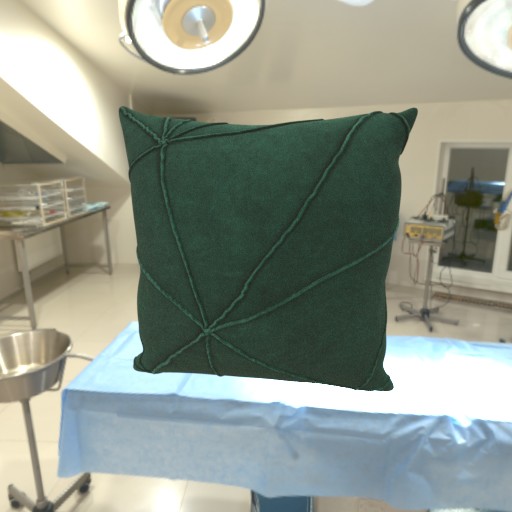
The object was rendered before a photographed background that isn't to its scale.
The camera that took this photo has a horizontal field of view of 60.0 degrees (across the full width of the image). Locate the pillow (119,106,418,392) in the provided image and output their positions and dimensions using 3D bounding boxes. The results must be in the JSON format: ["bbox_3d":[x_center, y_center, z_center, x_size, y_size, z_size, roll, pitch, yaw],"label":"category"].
[{"bbox_3d":[0.000,0.000,0.677,0.439,0.440,0.184,3,15,10],"label":"pillow"}]
